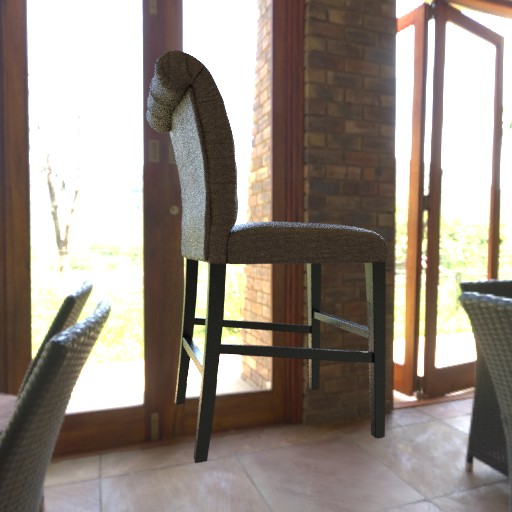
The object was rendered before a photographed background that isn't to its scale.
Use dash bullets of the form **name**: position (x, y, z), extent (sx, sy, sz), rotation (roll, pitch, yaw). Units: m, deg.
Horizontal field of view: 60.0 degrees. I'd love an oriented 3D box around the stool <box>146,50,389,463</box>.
- **stool**: position (0.000, 0.000, 1.300), extent (0.611, 0.970, 0.457), rotation (0, 1, -17)
